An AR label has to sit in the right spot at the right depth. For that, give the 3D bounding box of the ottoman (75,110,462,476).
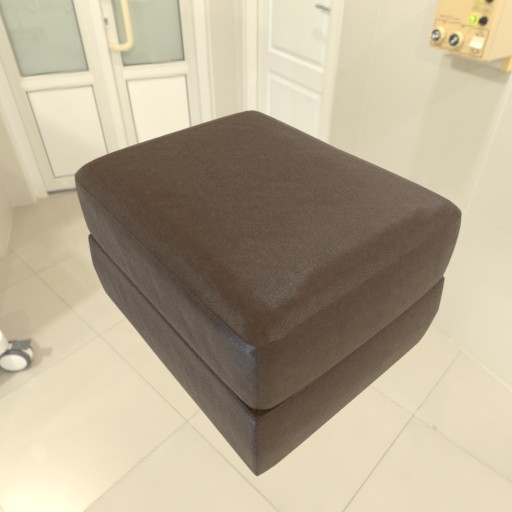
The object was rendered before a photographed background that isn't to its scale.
[{"bbox_3d":[0.000,0.000,1.118,0.603,0.476,0.751,-28,47,-30],"label":"ottoman"}]
